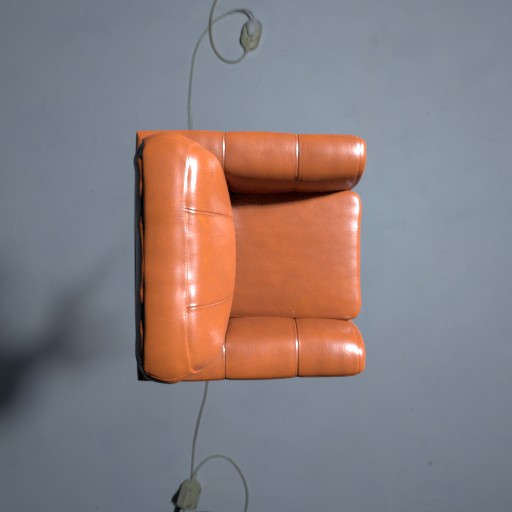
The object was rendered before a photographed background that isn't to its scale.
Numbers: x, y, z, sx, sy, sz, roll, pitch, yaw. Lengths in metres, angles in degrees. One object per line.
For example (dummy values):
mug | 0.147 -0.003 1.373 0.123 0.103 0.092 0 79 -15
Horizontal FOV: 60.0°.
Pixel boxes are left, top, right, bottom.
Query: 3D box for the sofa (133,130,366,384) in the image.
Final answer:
sofa | 0.000 0.000 1.548 0.789 0.876 0.836 0 91 0
